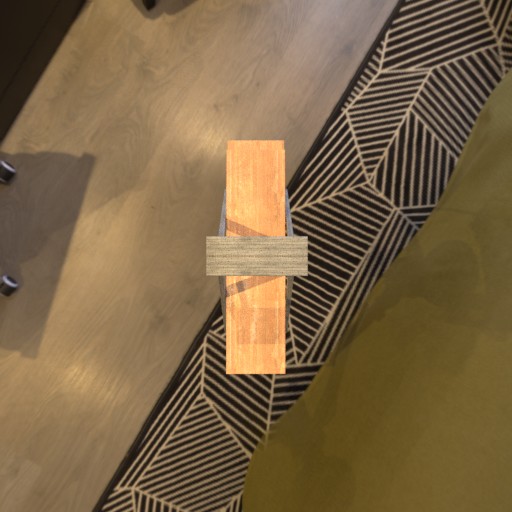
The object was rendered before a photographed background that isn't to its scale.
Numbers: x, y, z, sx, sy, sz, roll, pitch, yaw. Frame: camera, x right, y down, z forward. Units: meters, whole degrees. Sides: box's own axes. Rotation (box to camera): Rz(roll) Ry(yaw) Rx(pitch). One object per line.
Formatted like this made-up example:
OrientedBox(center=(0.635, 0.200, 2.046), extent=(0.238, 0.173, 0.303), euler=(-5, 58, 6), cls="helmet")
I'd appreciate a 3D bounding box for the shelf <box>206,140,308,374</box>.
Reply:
OrientedBox(center=(0.000, 0.000, 2.703), extent=(0.508, 1.808, 1.746), euler=(0, 89, 0), cls="shelf")
